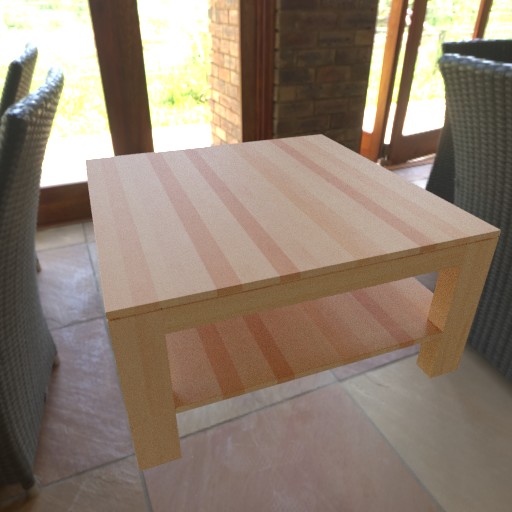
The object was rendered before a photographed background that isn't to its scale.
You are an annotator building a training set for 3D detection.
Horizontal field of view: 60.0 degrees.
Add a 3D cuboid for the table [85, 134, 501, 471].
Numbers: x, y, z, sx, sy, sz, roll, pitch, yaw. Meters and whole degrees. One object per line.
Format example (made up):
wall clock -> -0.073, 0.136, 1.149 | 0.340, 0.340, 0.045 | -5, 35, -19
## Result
table -> 0.000, 0.000, 1.387 | 0.900, 0.450, 0.900 | -11, 32, -18
